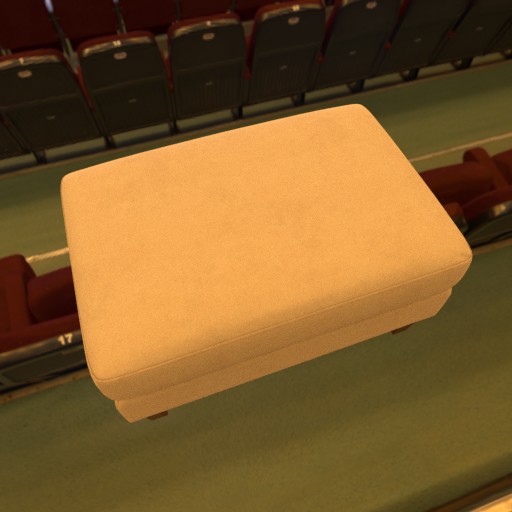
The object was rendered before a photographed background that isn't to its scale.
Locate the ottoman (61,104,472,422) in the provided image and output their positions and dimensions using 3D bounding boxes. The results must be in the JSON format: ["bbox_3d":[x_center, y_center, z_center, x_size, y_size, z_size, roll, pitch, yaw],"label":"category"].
[{"bbox_3d":[0.000,0.000,1.184,0.864,0.483,0.584,-17,59,-11],"label":"ottoman"}]
